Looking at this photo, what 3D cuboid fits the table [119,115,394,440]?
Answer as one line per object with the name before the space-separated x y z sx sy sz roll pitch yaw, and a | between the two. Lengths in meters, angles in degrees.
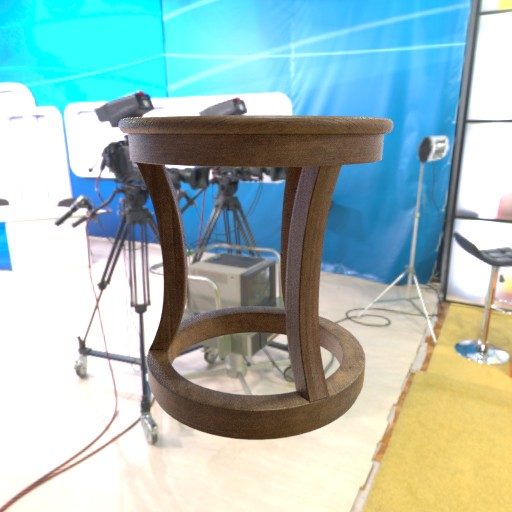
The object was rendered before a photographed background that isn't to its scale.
table | 0.000 0.000 0.784 0.432 0.460 0.432 0 16 0
